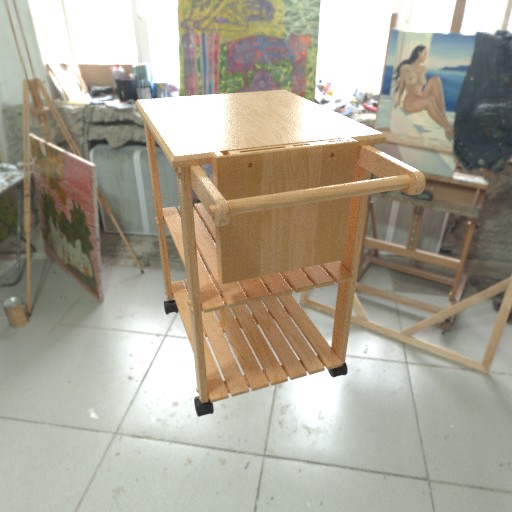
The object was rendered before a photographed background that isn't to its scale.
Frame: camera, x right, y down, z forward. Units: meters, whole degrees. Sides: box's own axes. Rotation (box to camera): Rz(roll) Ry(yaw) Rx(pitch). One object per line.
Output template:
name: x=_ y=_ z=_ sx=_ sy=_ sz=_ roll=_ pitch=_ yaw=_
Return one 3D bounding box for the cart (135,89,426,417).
cart: x=0.000 y=0.000 z=1.358 sx=0.520 sy=0.816 sz=0.843 roll=-11 pitch=32 yaw=-17
